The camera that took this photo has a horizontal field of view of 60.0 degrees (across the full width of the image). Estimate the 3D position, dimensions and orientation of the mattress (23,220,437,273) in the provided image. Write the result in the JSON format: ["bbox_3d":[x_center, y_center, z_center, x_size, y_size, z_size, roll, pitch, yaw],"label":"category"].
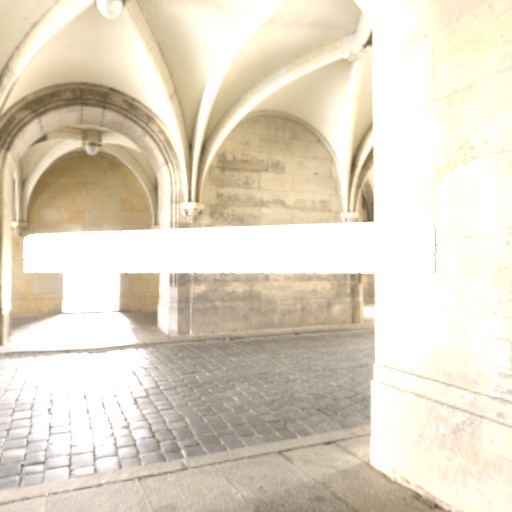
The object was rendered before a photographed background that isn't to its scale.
[{"bbox_3d":[0.000,0.000,2.639,1.900,0.200,1.600,-1,-2,18],"label":"mattress"}]
